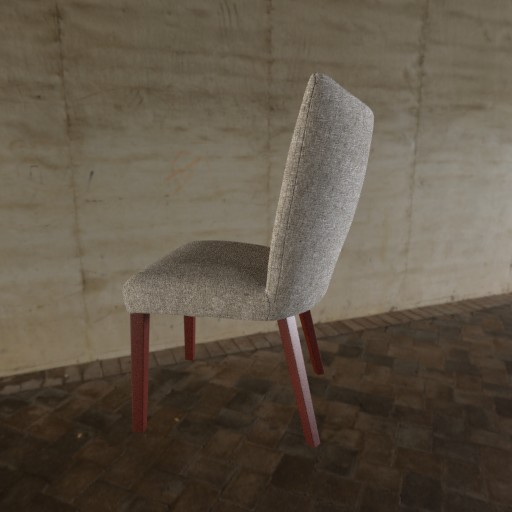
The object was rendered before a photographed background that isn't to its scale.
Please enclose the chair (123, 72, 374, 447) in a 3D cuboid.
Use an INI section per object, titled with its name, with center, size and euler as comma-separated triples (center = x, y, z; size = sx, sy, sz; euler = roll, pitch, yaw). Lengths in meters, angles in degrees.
[chair]
center = 0.000, 0.000, 1.299
size = 0.623, 0.924, 0.535
euler = 2, 14, 10
